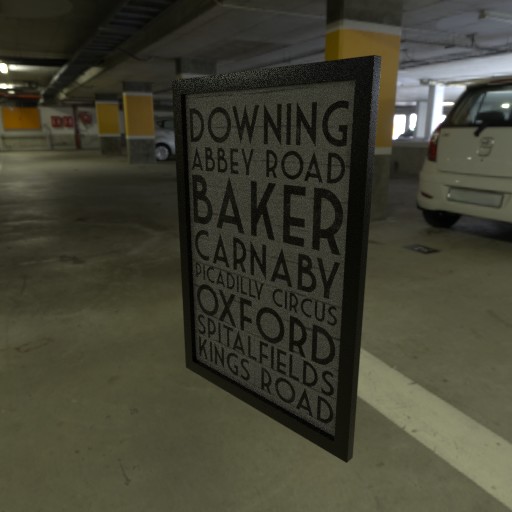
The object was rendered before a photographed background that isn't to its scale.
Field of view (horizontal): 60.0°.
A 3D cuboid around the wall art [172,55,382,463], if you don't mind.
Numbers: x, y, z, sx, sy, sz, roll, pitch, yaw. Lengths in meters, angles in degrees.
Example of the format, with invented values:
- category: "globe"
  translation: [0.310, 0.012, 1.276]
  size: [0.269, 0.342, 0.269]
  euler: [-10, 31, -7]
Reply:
- category: "wall art"
  translation: [0.000, 0.000, 0.556]
  size: [0.304, 0.432, 0.013]
  euler: [15, 22, 42]
